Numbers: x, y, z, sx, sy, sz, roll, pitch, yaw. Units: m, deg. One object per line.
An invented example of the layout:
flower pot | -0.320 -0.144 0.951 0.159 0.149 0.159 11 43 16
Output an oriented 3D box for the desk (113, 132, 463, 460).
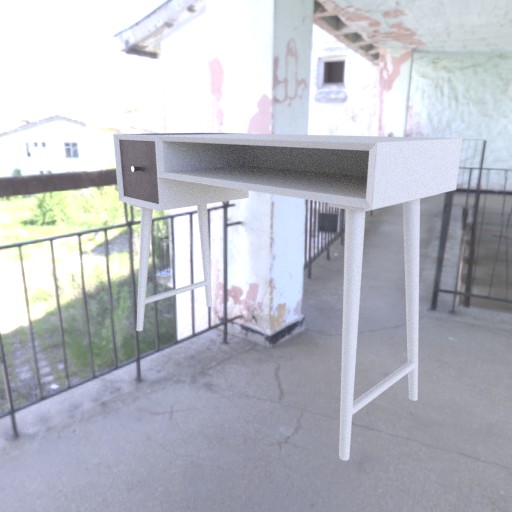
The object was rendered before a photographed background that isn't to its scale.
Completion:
desk | 0.000 0.000 1.452 0.409 0.761 1.069 -15 22 -42
